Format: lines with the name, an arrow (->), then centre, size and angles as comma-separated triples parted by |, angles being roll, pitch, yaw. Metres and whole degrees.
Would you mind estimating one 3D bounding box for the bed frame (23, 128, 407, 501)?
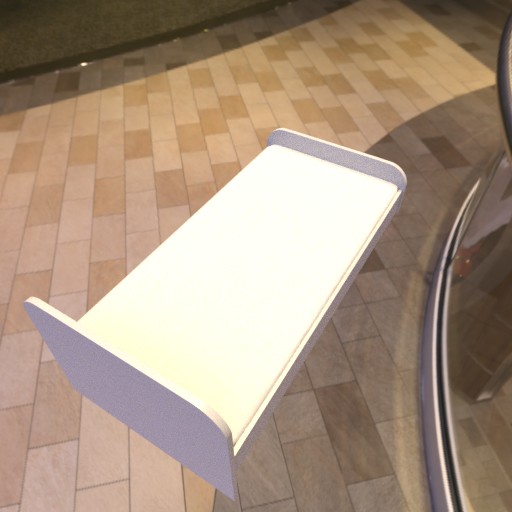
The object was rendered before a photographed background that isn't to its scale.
bed frame -> 0.000, 0.000, 2.402 | 0.998, 0.805, 1.963 | 24, 51, 21
